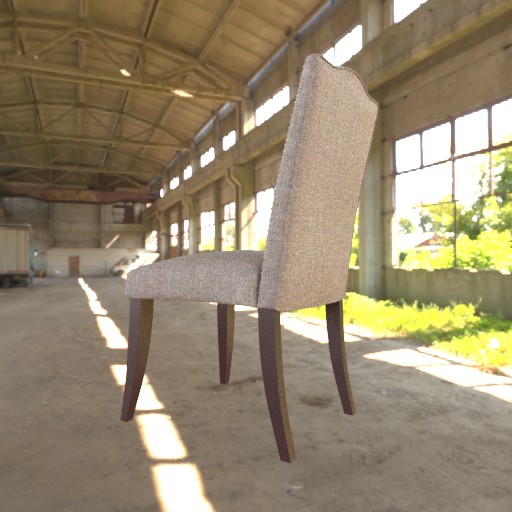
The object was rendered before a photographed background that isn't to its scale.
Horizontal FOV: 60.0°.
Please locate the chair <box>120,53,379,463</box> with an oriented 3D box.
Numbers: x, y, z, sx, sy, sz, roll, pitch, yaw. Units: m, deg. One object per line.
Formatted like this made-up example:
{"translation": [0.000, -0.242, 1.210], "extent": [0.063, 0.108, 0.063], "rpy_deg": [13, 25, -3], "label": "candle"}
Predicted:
{"translation": [0.000, 0.000, 1.391], "extent": [0.660, 1.016, 0.513], "rpy_deg": [0, 0, 34], "label": "chair"}
